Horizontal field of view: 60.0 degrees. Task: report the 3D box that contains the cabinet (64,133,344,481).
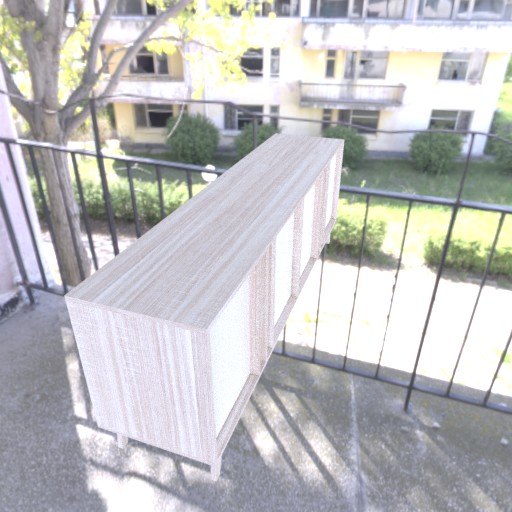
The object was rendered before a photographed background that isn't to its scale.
[{"bbox_3d":[0.000,0.000,2.430,0.500,0.780,2.200,10,31,17],"label":"cabinet"}]
